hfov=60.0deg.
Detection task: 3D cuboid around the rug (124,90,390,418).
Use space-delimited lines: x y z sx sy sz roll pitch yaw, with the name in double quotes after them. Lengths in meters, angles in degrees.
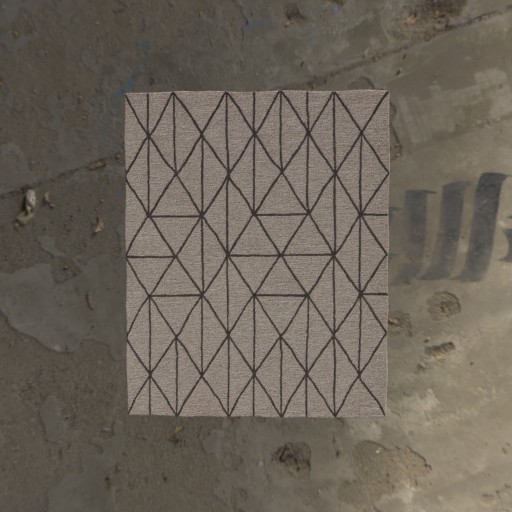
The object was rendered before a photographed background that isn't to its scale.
0.000 0.000 4.146 2.468 0.022 3.061 0 92 1 "rug"
